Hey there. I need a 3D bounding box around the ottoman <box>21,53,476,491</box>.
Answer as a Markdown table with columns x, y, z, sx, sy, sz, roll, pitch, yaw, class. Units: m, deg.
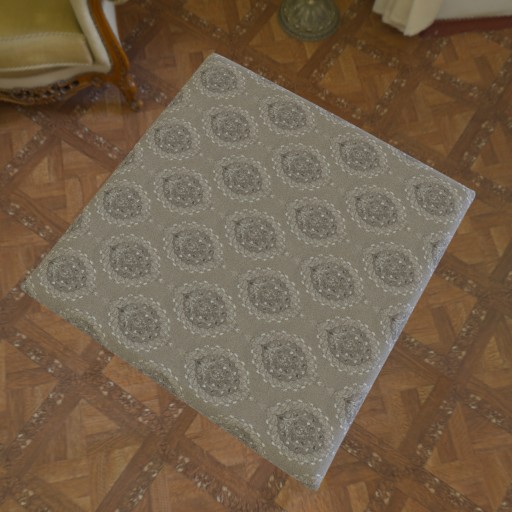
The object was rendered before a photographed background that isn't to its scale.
| x | y | z | sx | sy | sz | roll | pitch | yaw | class |
| --- | --- | --- | --- | --- | --- | --- | --- | --- | --- |
| 0.000 | 0.000 | 1.328 | 0.890 | 0.411 | 0.889 | 31 | 76 | 9 | ottoman |
